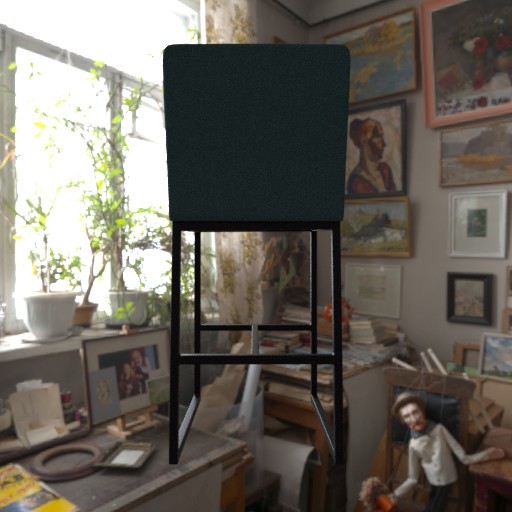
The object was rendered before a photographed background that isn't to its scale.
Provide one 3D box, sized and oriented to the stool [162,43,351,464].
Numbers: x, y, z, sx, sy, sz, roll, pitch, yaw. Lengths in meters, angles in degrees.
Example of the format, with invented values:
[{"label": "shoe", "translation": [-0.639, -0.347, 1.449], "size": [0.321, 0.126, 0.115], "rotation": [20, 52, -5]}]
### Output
[{"label": "stool", "translation": [0.000, 0.000, 1.336], "size": [0.460, 1.040, 0.560], "rotation": [0, 0, 0]}]
